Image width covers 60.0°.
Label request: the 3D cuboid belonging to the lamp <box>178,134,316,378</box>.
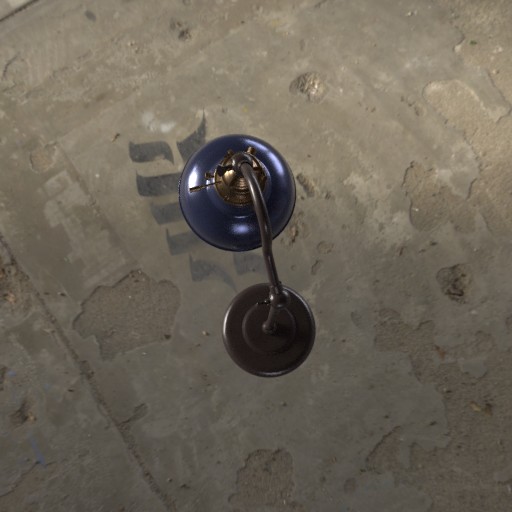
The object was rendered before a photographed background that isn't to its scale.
[{"bbox_3d":[0.000,0.000,0.682,0.192,0.508,0.374,-16,76,-4],"label":"lamp"}]
